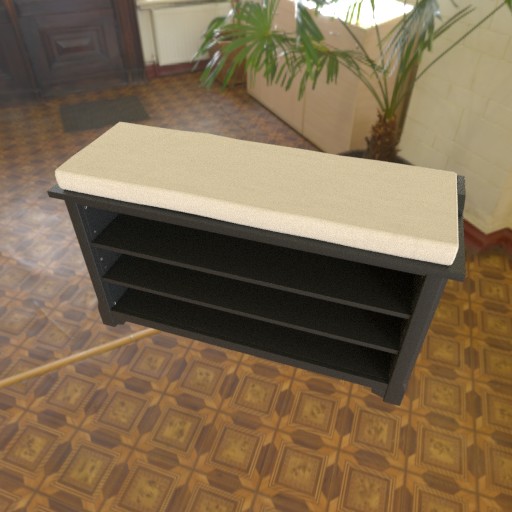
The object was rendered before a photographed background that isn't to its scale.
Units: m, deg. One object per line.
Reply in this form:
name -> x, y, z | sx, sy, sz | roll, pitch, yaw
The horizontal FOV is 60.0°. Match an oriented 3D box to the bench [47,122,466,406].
bench -> 0.000, 0.000, 1.244 | 0.973, 0.561, 0.345 | 12, 42, 14
